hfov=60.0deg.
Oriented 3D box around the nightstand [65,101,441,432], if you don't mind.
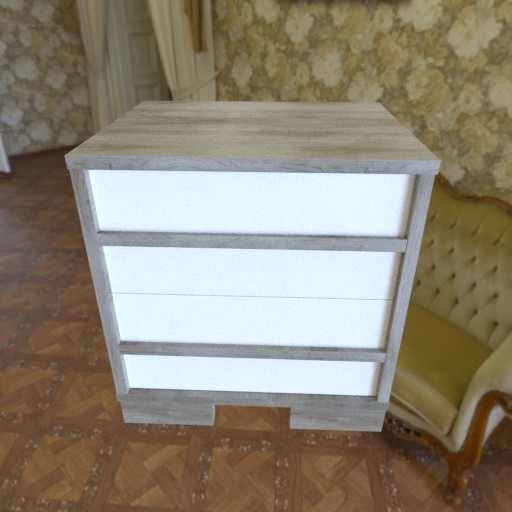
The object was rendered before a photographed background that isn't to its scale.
[{"bbox_3d":[0.000,0.000,0.761,0.427,0.448,0.347,1,29,2],"label":"nightstand"}]
